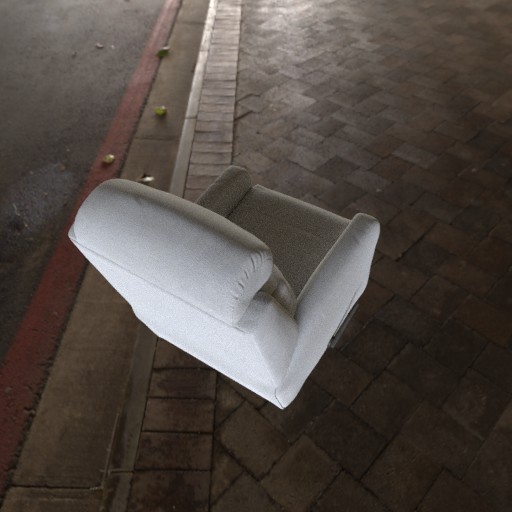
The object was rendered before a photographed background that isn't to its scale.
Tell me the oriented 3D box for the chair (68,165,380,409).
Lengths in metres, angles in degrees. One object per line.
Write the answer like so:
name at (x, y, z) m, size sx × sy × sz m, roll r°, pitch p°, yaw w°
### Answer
chair at (0.000, 0.000, 1.747) m, size 0.798 × 1.013 × 1.043 m, roll 25°, pitch 51°, yaw 22°
